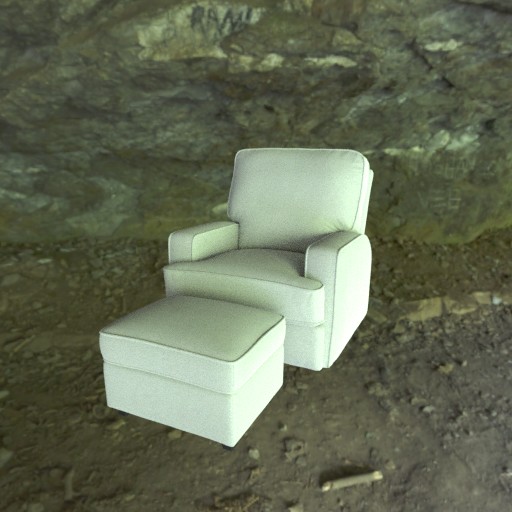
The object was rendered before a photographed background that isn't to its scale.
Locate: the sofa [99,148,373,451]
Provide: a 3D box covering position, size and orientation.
[{"bbox_3d":[0.000,0.000,2.041,0.861,0.959,1.472,7,16,25],"label":"sofa"}]
